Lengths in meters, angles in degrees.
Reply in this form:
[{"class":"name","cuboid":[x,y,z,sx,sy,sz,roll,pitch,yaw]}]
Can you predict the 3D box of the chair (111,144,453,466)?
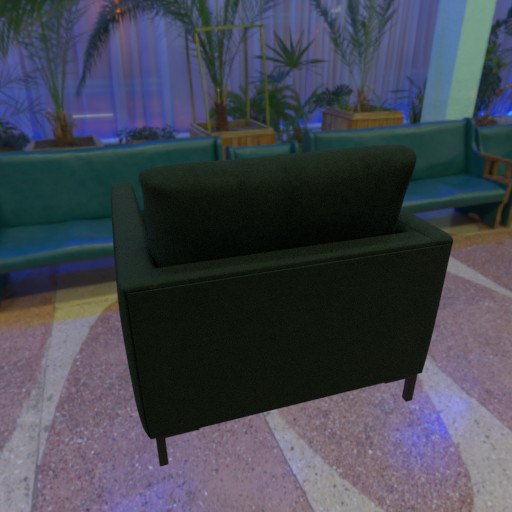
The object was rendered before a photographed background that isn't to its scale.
[{"class":"chair","cuboid":[0.000,0.000,1.594,0.963,0.861,0.866,-8,28,-16]}]
